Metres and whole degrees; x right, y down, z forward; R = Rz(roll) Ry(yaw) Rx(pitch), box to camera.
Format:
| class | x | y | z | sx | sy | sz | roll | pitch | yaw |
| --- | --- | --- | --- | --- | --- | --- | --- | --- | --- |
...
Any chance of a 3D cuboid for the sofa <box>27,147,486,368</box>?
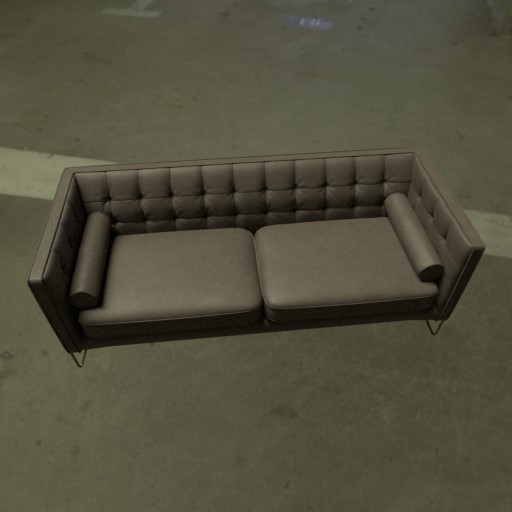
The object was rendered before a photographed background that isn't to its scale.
| class | x | y | z | sx | sy | sz | roll | pitch | yaw |
| --- | --- | --- | --- | --- | --- | --- | --- | --- | --- |
| sofa | 0.000 | 0.000 | 2.516 | 2.087 | 0.789 | 0.867 | -4 | 46 | -4 |
